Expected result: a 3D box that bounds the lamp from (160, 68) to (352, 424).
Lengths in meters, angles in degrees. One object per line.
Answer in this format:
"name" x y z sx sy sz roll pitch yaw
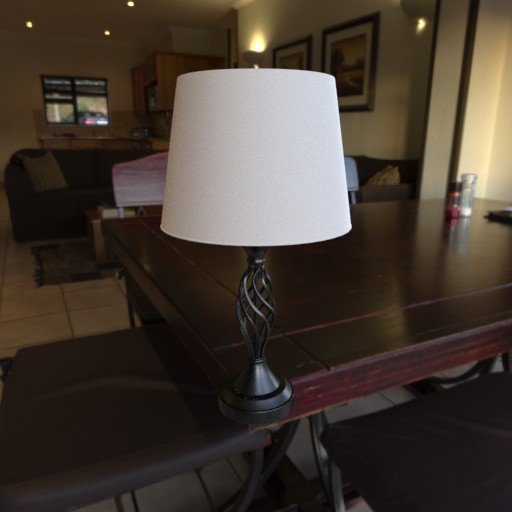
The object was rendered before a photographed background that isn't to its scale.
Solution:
"lamp" 0.000 0.000 0.798 0.331 0.594 0.331 0 15 0
